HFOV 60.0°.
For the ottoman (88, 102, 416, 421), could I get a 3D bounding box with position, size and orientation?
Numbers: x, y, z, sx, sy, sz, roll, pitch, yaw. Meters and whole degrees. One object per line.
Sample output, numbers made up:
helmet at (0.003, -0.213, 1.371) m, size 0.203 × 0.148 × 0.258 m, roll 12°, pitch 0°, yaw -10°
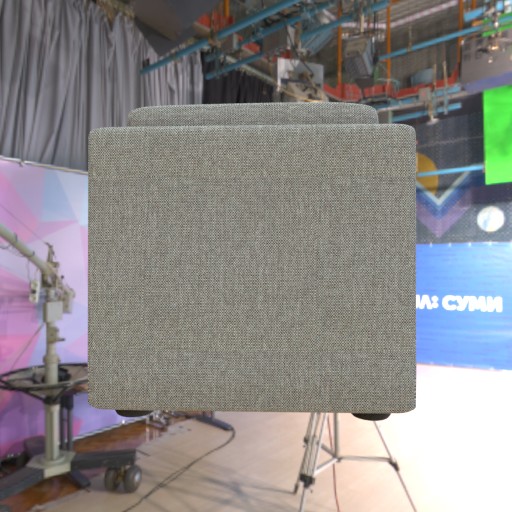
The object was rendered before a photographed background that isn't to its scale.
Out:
ottoman at (0.000, 0.000, 0.815) m, size 0.450 × 0.460 × 0.450 m, roll 0°, pitch 0°, yaw 2°
